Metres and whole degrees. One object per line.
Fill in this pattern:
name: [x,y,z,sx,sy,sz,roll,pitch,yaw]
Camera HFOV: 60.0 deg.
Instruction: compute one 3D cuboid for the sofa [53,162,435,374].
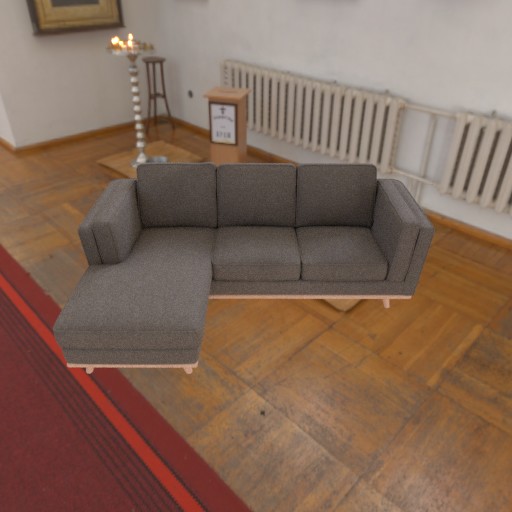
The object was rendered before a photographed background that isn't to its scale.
sofa: [0.000,0.000,3.175,2.411,0.929,1.604,0,32,0]
